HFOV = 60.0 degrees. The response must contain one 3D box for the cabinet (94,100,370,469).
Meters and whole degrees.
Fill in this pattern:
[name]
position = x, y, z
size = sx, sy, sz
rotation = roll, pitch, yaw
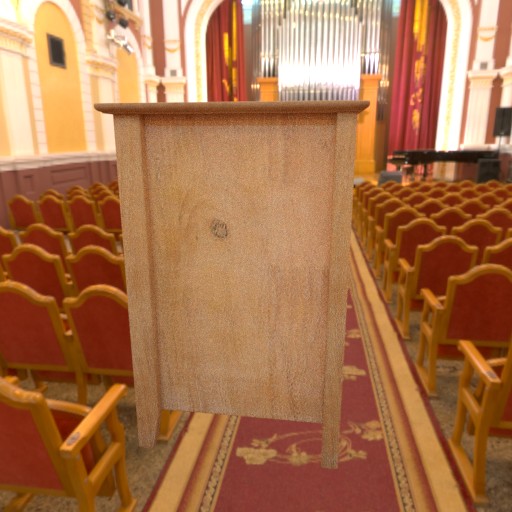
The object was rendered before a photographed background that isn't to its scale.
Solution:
[cabinet]
position = 0.000, 0.000, 1.240
size = 0.503, 0.762, 0.763
rotation = 2, 15, 8
